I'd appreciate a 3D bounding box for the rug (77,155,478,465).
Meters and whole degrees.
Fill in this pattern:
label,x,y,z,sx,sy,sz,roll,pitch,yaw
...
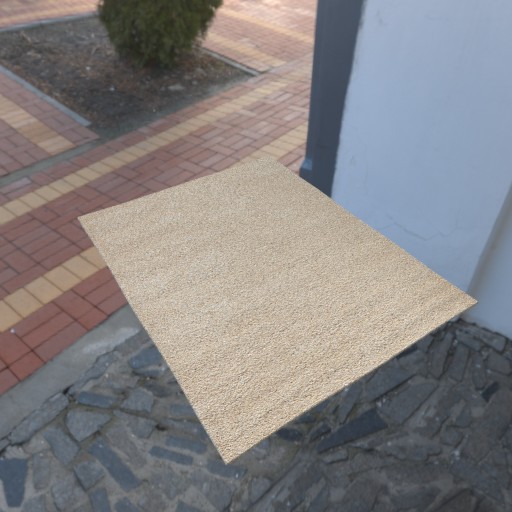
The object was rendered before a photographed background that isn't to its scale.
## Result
label,x,y,z,sx,sy,sz,roll,pitch,yaw
rug,0.000,0.000,4.092,2.400,0.026,3.000,-23,46,-25
